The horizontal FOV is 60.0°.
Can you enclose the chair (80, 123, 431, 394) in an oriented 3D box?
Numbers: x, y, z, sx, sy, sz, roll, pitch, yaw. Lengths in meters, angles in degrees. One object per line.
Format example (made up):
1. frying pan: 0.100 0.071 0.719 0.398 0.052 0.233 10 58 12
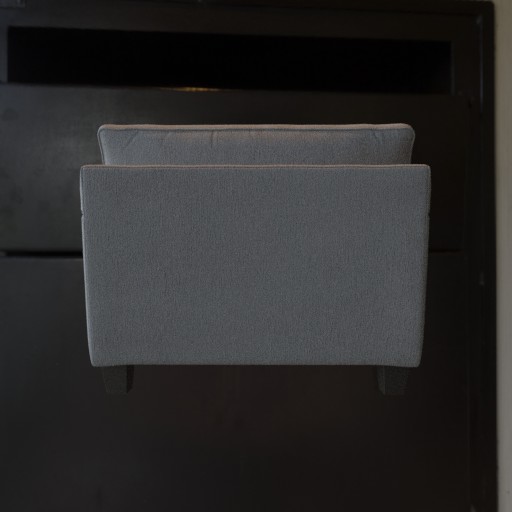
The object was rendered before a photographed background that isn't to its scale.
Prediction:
1. chair: 0.000 0.000 1.997 1.220 1.016 1.041 0 0 0
